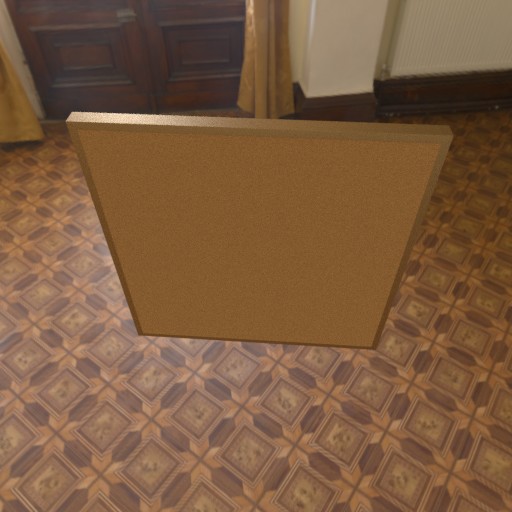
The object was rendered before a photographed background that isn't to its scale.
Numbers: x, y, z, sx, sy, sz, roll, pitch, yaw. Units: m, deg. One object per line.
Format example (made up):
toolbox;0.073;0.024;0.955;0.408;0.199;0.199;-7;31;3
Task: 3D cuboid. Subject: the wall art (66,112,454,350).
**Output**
wall art;0.000;0.000;1.156;0.762;0.762;0.038;3;46;3
